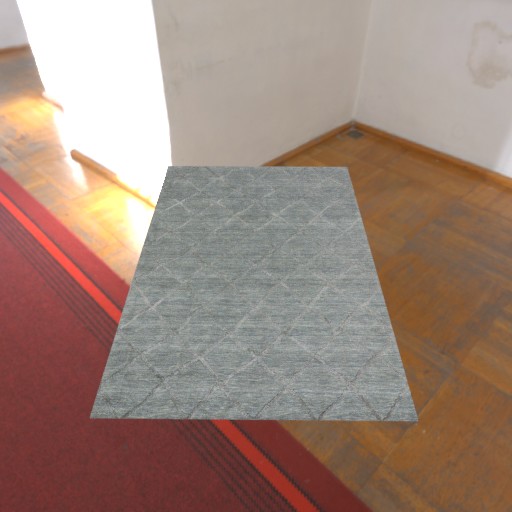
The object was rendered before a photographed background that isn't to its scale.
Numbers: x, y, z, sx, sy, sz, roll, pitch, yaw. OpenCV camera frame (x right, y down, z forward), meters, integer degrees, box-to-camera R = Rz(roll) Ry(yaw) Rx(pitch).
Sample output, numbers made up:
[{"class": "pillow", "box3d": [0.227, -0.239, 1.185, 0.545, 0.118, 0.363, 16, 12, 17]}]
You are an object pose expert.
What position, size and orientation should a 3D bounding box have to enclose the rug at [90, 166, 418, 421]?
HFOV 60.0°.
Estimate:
[{"class": "rug", "box3d": [0.000, 0.000, 2.906, 1.521, 0.006, 2.283, 0, 42, 0]}]
